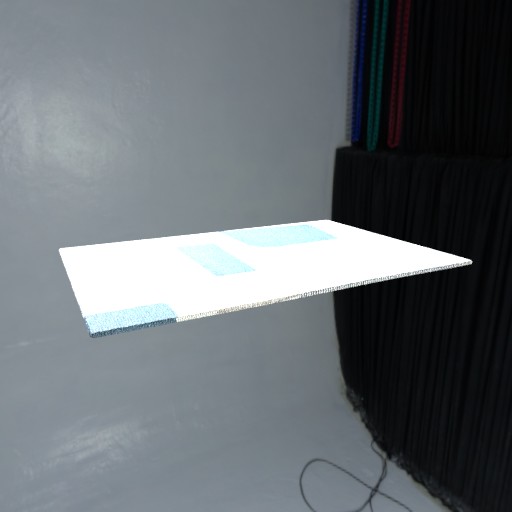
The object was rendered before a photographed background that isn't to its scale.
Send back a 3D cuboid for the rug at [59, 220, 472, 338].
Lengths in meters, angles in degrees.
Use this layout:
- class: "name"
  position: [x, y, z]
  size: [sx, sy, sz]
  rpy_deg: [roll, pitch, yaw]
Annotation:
- class: "rug"
  position: [0.000, 0.000, 2.365]
  size: [1.847, 0.020, 1.238]
  rpy_deg: [-8, 17, -26]
